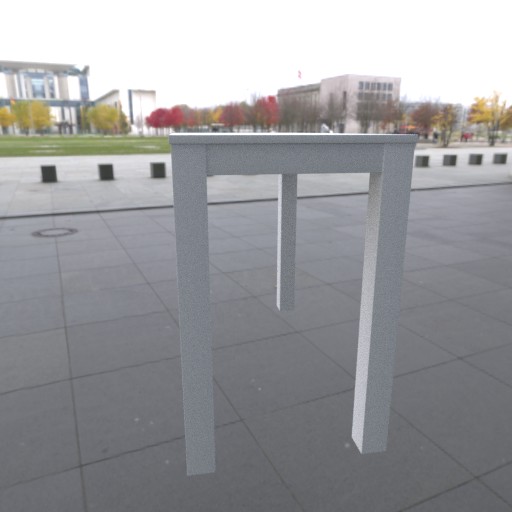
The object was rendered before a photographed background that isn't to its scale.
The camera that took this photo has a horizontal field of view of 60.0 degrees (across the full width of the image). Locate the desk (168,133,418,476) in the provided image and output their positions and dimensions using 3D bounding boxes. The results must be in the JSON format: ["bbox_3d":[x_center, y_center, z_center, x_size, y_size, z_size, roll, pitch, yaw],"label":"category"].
[{"bbox_3d":[0.000,0.000,1.430,0.497,0.762,0.990,-3,16,-9],"label":"desk"}]
